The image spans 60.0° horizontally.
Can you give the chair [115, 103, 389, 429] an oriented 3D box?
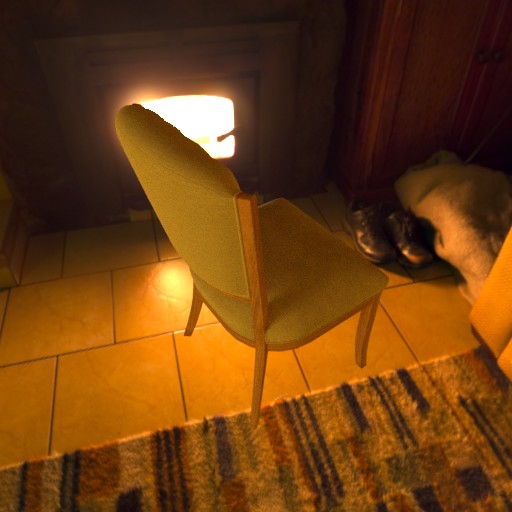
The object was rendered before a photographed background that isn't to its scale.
[{"bbox_3d":[0.000,0.000,1.253,0.584,0.905,0.513,-25,47,-26],"label":"chair"}]
